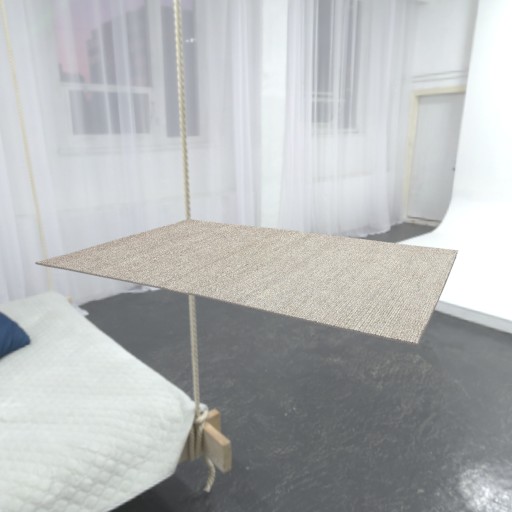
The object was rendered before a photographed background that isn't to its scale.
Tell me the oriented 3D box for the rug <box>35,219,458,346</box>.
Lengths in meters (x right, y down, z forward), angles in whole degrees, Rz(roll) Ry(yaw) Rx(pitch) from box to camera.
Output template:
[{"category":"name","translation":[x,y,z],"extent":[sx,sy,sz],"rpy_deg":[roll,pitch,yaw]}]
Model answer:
[{"category":"rug","translation":[0.000,0.000,2.946],"extent":[2.342,0.030,1.609],"rpy_deg":[9,18,28]}]
